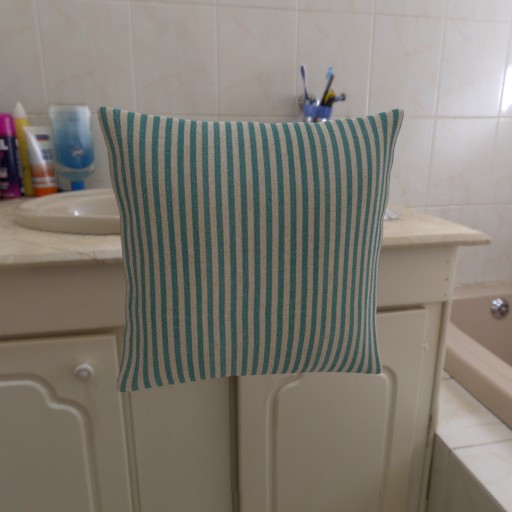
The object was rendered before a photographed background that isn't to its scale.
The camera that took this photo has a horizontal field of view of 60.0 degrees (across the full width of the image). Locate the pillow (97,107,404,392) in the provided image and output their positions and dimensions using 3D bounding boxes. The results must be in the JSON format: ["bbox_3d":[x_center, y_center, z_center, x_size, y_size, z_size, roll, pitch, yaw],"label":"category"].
[{"bbox_3d":[0.000,0.000,0.800,0.523,0.510,0.166,-2,15,-8],"label":"pillow"}]
